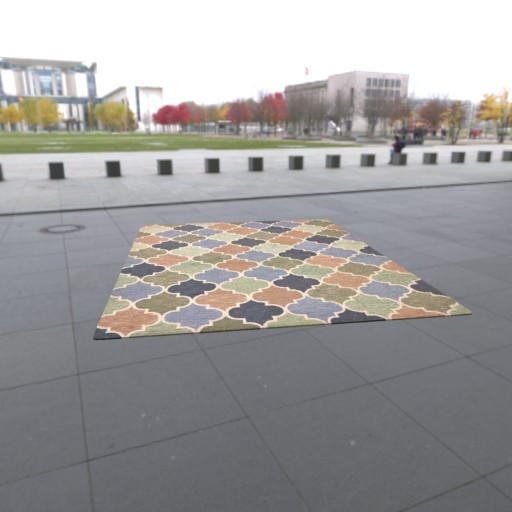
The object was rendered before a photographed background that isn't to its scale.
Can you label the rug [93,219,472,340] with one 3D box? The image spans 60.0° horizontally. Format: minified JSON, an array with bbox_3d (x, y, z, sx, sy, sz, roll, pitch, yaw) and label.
[{"bbox_3d":[0.000,0.000,4.284,2.439,0.013,3.200,-2,16,-9],"label":"rug"}]
